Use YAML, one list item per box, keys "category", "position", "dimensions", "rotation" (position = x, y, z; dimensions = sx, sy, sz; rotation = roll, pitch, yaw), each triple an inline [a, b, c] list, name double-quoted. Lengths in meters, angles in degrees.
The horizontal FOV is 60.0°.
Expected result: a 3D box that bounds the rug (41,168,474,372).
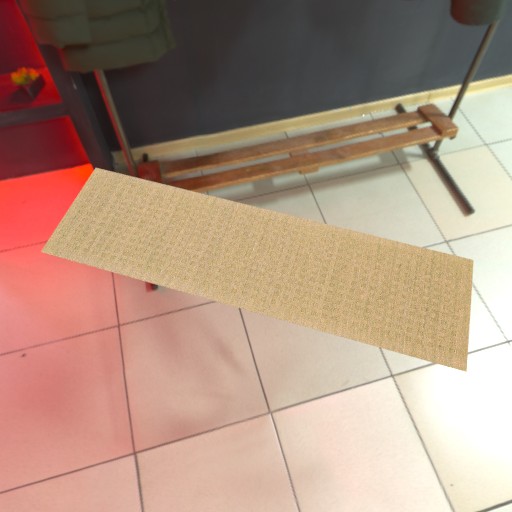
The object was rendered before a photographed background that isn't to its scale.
- category: "rug"
  position: [0.000, 0.000, 2.595]
  dimensions: [2.437, 0.006, 0.686]
  rotation: [15, 60, 9]
